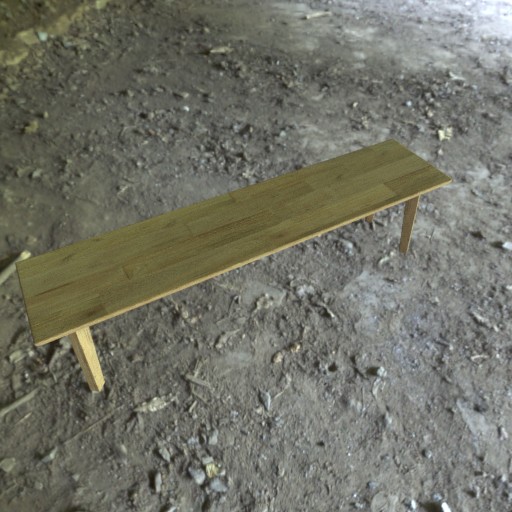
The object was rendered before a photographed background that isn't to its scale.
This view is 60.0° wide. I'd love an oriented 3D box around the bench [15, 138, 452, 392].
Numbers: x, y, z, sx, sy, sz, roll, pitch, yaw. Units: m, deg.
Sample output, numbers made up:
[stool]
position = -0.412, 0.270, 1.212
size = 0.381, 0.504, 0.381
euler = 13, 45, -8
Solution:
[bench]
position = 0.000, 0.000, 1.859
size = 1.698, 0.431, 0.378
euler = -21, 49, -20
